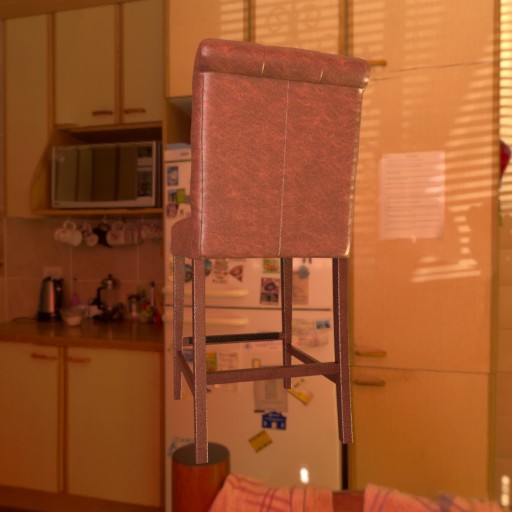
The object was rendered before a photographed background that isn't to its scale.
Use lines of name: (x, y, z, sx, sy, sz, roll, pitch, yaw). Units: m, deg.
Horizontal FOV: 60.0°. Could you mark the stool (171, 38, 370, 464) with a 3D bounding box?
stool: (0.000, 0.000, 1.432, 0.486, 1.084, 0.660, 0, 1, -16)
